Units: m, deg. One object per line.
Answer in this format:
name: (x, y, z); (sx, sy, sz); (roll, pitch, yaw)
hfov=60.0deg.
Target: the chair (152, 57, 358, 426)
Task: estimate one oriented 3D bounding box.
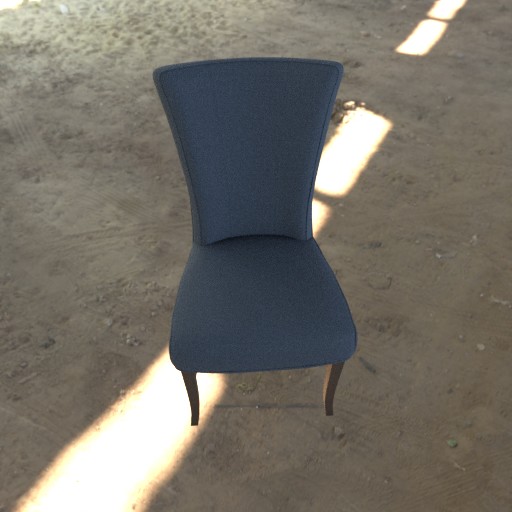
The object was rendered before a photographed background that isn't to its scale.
chair: (0.000, 0.000, 1.373); (0.520, 0.991, 0.660); (-3, 46, -3)
